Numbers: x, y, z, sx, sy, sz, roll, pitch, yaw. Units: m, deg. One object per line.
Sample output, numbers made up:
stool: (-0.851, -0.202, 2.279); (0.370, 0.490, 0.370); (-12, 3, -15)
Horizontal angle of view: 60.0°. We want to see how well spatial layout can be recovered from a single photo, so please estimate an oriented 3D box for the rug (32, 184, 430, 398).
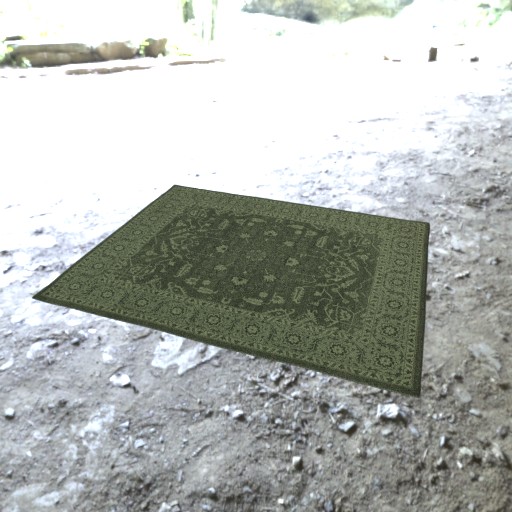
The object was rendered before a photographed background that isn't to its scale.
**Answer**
rug: (0.000, 0.000, 4.178); (3.069, 0.026, 2.451); (11, 34, 16)
